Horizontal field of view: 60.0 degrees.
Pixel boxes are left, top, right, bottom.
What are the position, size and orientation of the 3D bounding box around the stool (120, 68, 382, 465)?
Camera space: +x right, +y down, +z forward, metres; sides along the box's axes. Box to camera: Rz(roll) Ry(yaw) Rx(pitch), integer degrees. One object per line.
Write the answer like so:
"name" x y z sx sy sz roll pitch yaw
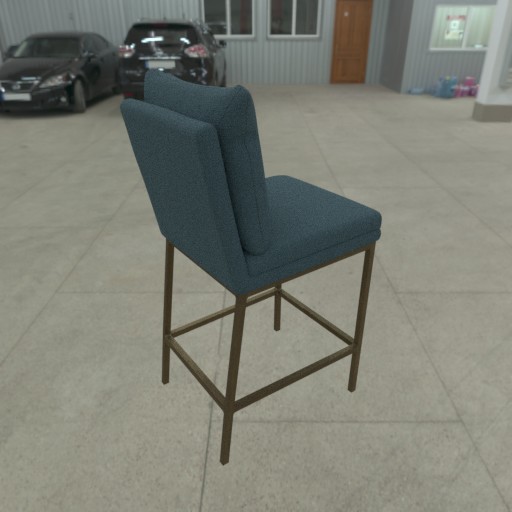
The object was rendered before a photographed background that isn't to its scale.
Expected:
"stool" 0.000 0.000 1.332 0.568 1.032 0.463 -18 33 -31
